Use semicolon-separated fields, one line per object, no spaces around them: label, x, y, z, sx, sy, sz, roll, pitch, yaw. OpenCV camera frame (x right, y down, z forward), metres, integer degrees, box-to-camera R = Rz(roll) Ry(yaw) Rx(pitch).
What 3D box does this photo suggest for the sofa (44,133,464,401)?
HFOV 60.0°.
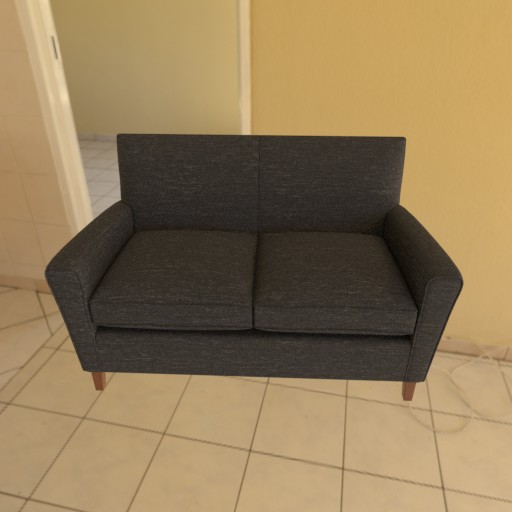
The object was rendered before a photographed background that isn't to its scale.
sofa;0.000;0.000;1.934;1.420;0.846;0.875;1;30;2
